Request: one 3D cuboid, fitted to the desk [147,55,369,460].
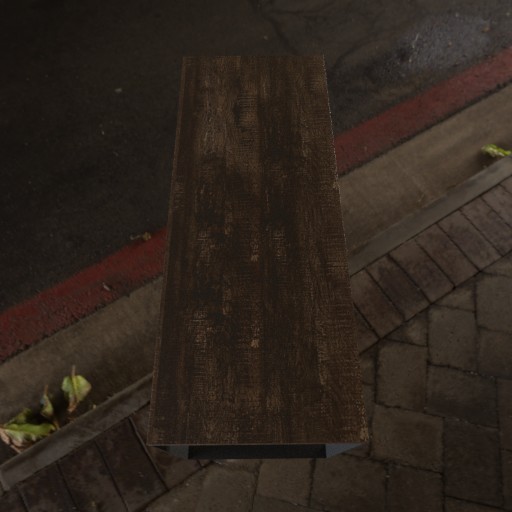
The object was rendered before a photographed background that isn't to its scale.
[{"bbox_3d":[0.000,0.000,1.873,0.599,0.762,1.524,-1,63,0],"label":"desk"}]
